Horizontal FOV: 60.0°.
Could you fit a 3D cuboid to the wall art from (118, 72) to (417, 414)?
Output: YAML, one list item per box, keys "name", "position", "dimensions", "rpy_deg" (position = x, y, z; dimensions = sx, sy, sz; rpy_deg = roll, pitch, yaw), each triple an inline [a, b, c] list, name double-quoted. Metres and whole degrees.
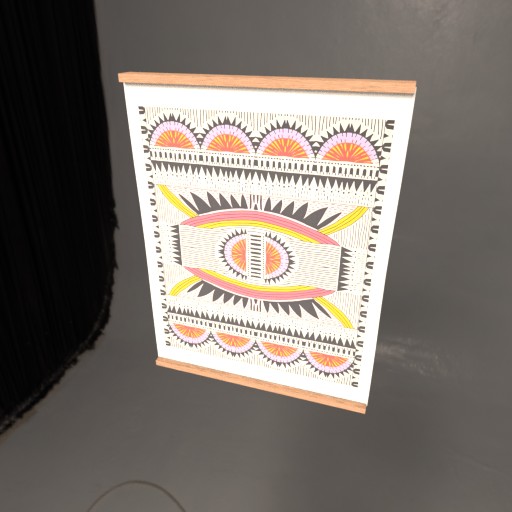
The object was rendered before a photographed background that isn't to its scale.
- name: "wall art"
  position: [0.000, 0.000, 0.701]
  dimensions: [0.403, 0.527, 0.028]
  rpy_deg: [8, 28, 16]
